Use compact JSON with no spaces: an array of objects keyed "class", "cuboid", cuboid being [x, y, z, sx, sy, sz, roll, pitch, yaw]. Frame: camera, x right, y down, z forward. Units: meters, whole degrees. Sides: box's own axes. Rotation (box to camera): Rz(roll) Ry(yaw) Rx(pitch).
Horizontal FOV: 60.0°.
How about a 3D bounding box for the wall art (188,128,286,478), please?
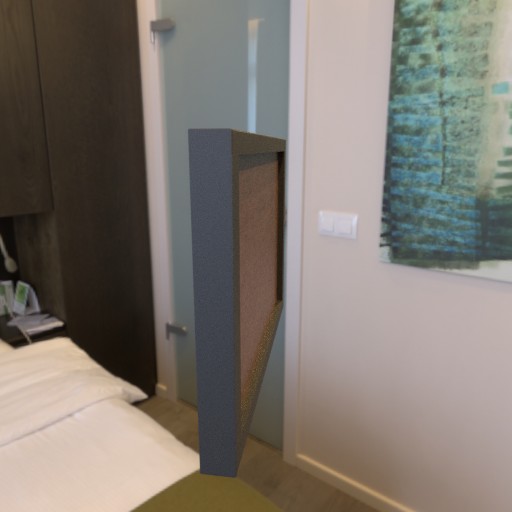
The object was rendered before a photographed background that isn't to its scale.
[{"class":"wall art","cuboid":[0.000,0.000,0.873,0.051,0.456,0.671,2,14,9]}]
